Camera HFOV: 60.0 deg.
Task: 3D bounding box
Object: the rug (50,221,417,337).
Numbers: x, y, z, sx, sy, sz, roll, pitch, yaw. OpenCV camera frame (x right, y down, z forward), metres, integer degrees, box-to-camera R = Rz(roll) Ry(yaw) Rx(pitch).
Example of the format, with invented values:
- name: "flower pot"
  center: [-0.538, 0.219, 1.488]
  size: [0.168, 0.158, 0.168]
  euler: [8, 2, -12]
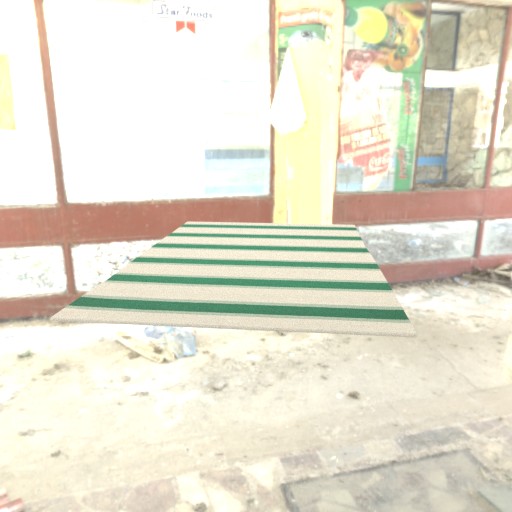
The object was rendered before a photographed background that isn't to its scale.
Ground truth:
- name: "rug"
  center: [0.000, 0.000, 2.316]
  size: [1.210, 0.012, 1.829]
  euler: [2, 15, 6]
